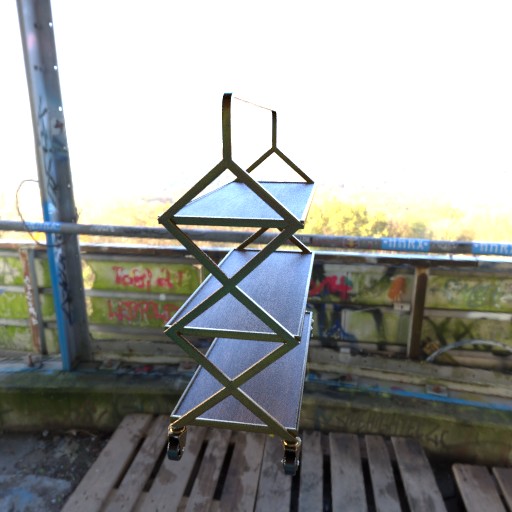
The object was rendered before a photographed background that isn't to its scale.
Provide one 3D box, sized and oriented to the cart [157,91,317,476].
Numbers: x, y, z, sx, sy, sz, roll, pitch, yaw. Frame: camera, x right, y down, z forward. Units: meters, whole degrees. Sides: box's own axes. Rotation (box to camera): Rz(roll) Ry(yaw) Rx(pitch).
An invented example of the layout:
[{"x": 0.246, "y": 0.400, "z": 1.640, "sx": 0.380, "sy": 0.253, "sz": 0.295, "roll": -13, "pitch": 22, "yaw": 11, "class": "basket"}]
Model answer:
[{"x": 0.000, "y": 0.000, "z": 1.222, "sx": 0.313, "sy": 0.805, "sz": 0.723, "roll": 3, "pitch": 16, "yaw": 9, "class": "cart"}]
